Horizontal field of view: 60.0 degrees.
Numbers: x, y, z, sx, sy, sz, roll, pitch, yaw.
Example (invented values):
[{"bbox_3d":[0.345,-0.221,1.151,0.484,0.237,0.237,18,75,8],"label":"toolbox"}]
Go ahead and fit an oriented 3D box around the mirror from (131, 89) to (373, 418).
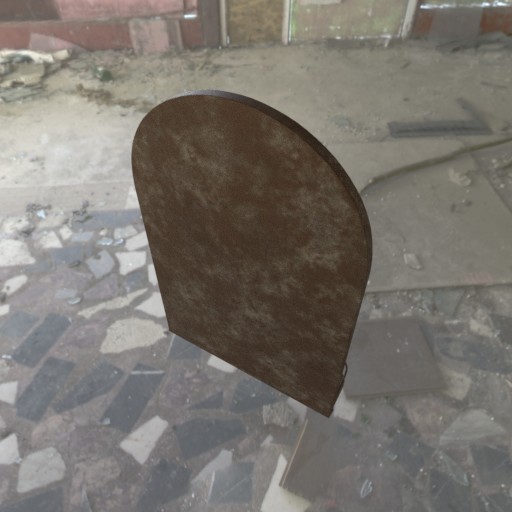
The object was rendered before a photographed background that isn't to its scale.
[{"bbox_3d":[0.000,0.000,0.964,0.510,0.770,0.137,23,50,21],"label":"mirror"}]
